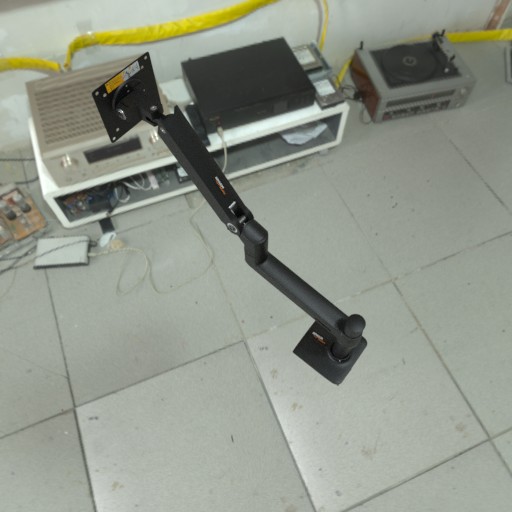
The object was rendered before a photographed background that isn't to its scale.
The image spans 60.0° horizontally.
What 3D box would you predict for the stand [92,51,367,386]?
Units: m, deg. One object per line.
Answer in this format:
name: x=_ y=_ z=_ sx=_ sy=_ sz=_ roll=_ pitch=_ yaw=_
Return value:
stand: x=0.000 y=0.000 z=1.049 sx=0.650 sy=0.713 sz=0.152 roll=35 pitch=67 yaw=17
